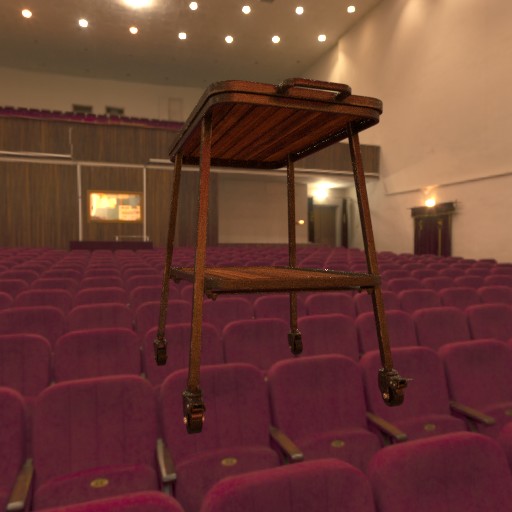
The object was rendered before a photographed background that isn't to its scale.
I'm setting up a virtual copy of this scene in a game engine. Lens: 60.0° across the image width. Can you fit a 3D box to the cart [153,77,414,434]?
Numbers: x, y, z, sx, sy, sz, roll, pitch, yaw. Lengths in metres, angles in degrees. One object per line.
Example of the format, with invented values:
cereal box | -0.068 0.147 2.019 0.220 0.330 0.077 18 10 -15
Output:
cart | 0.000 0.000 1.248 0.515 0.700 0.806 0 1 -19
